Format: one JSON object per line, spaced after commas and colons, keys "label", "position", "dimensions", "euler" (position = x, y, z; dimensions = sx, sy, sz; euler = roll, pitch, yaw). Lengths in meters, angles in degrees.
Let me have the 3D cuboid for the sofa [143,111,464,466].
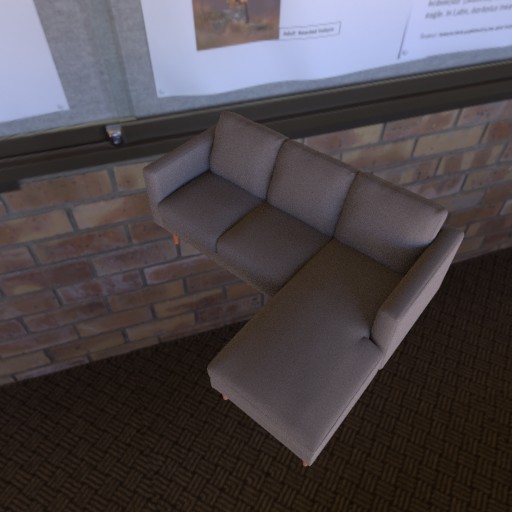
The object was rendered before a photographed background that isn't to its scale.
{"label": "sofa", "position": [0.000, 0.000, 2.918], "dimensions": [2.031, 0.897, 1.591], "euler": [32, 55, 26]}
